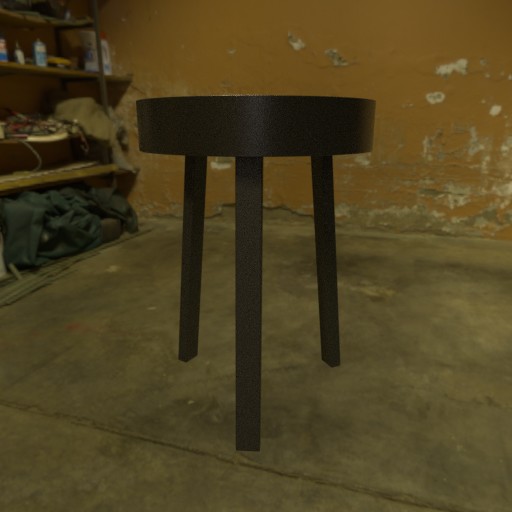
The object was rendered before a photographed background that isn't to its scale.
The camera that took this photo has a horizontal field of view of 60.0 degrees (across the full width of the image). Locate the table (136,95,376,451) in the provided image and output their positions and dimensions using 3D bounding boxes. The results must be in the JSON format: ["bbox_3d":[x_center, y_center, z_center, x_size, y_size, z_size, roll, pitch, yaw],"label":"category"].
[{"bbox_3d":[0.000,0.000,0.853,0.406,0.559,0.406,0,16,0],"label":"table"}]
